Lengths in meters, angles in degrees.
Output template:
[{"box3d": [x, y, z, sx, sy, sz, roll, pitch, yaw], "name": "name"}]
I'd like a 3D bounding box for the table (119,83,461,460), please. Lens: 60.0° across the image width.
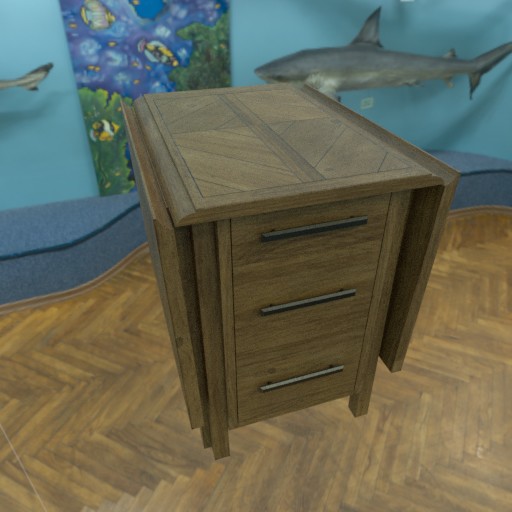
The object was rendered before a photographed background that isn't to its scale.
[{"box3d": [0.000, 0.000, 1.283, 0.591, 0.763, 0.746, -11, 36, -15], "name": "table"}]
